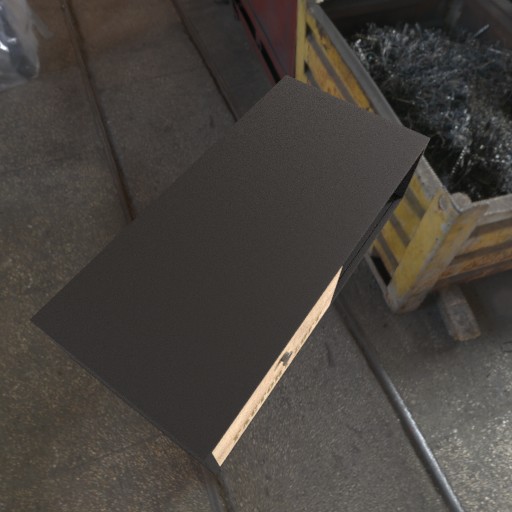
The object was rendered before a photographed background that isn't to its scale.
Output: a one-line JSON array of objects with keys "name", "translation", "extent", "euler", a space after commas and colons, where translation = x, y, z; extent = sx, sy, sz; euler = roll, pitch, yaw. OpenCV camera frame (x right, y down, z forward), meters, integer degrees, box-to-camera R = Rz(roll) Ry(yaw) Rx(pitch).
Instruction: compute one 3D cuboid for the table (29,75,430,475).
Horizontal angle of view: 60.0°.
[{"name": "table", "translation": [0.000, 0.000, 1.364], "extent": [0.550, 0.400, 1.100], "euler": [31, 63, 18]}]
